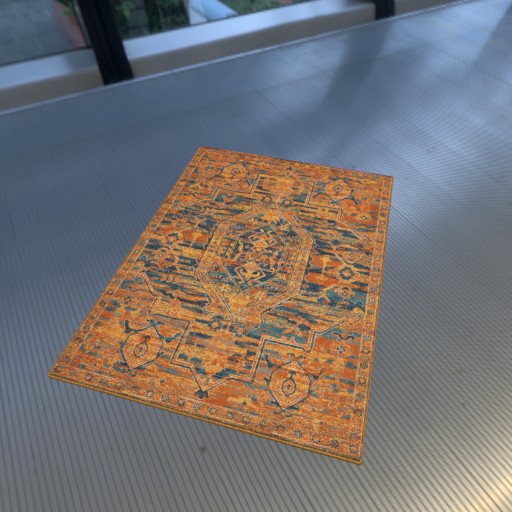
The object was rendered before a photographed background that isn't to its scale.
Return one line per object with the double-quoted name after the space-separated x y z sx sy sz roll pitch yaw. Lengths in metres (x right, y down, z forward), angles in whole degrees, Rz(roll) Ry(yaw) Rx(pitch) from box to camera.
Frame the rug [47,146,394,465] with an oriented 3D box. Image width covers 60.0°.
0.000 0.000 2.832 1.588 0.024 2.204 11 47 11 "rug"
